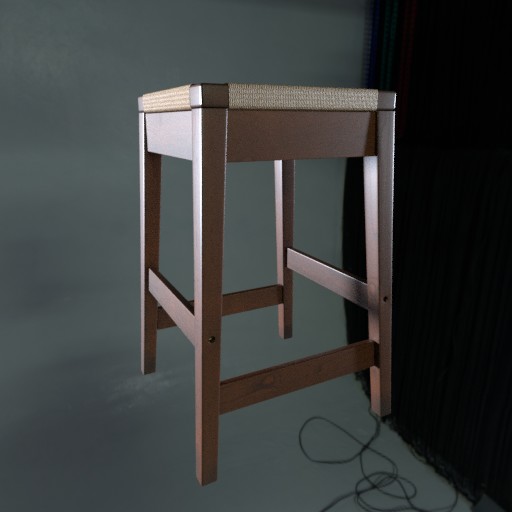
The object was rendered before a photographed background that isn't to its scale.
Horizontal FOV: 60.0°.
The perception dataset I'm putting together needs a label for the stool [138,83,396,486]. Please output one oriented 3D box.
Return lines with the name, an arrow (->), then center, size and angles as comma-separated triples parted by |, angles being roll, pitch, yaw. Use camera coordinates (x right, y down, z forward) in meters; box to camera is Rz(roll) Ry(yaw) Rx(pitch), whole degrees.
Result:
stool -> 0.000, 0.000, 1.101 | 0.507, 0.762, 0.497 | -9, 19, -26
